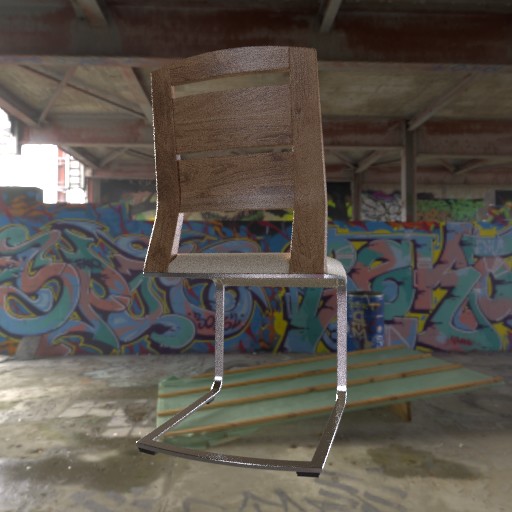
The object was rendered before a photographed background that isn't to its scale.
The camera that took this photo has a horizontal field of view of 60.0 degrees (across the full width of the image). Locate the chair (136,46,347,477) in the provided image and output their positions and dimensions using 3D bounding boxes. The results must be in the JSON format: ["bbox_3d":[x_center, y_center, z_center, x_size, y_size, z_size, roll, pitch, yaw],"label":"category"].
[{"bbox_3d":[0.000,0.000,1.256,0.457,0.955,0.561,0,-1,17],"label":"chair"}]
